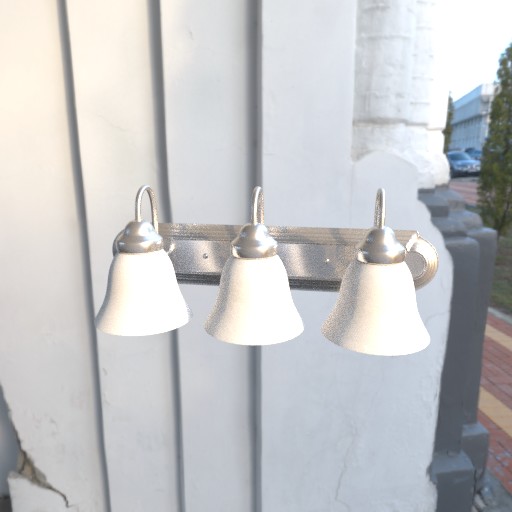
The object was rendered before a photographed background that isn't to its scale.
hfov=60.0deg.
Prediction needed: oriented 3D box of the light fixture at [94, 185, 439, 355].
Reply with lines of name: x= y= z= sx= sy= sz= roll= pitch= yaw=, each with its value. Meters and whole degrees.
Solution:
light fixture: x=0.000 y=0.000 z=0.722 sx=0.610 sy=0.222 sz=0.199 roll=2 pitch=14 yaw=10
